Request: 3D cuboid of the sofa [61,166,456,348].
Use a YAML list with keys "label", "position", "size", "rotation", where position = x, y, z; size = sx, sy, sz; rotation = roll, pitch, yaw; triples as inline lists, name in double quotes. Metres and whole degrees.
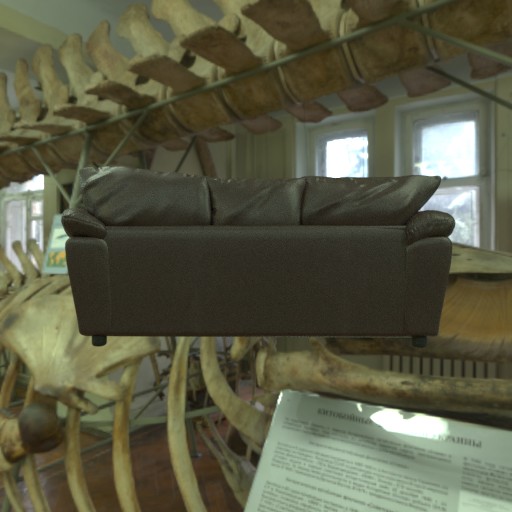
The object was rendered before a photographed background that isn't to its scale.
- label: "sofa"
  position: [0.000, 0.000, 2.941]
  size: [2.390, 1.091, 0.907]
  rotation: [0, 0, 1]
